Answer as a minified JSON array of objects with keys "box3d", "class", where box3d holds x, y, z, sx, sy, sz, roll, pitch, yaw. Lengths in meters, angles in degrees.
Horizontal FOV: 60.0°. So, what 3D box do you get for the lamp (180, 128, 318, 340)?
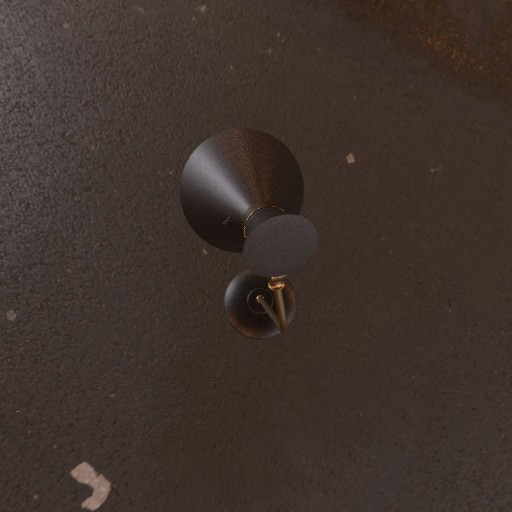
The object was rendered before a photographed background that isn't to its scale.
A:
[{"box3d":[0.000,0.000,0.774,0.189,0.647,0.292,-16,75,-4],"class":"lamp"}]
